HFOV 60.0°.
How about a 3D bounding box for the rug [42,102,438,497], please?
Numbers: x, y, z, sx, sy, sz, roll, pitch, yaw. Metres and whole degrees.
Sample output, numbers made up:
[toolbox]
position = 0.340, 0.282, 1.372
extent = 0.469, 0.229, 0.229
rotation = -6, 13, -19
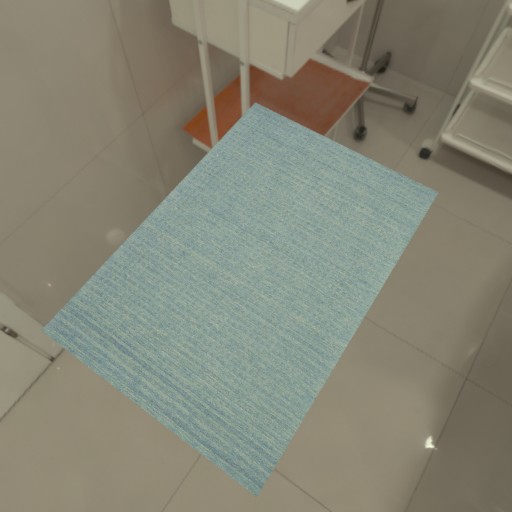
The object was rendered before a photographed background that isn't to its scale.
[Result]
[rug]
position = 0.000, 0.000, 3.671
extent = 1.982, 0.006, 2.895
rotation = 31, 66, 15
